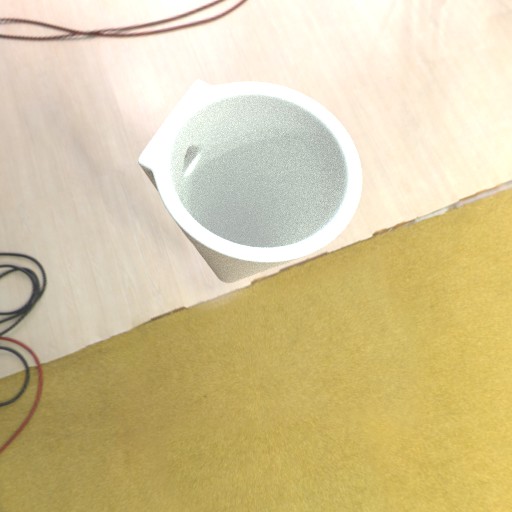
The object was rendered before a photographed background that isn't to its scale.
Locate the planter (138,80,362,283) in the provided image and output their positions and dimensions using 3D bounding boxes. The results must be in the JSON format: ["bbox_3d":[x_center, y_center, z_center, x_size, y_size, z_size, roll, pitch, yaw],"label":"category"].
[{"bbox_3d":[0.000,0.000,0.224,0.064,0.193,0.057,30,76,8],"label":"planter"}]
